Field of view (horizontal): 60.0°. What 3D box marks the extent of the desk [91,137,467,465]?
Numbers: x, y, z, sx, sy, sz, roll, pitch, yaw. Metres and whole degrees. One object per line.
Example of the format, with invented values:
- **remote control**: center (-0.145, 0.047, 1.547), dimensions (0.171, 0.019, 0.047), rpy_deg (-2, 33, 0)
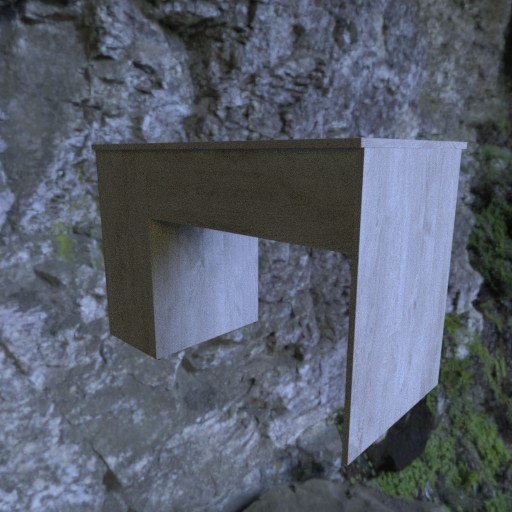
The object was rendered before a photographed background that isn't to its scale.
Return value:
- **desk**: center (0.000, 0.000, 1.494), dimensions (1.097, 0.735, 0.560), rpy_deg (12, 18, 42)
